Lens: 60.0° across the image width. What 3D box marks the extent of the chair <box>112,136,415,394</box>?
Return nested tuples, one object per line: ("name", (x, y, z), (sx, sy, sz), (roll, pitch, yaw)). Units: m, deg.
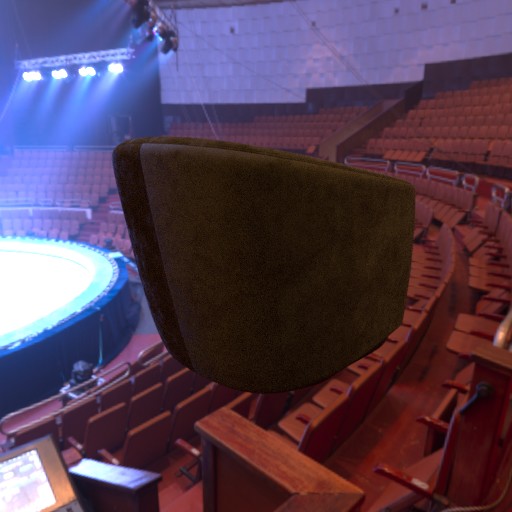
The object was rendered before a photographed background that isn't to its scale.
("chair", (0.000, 0.000, 1.365), (0.773, 0.698, 0.767), (13, 19, 43))
